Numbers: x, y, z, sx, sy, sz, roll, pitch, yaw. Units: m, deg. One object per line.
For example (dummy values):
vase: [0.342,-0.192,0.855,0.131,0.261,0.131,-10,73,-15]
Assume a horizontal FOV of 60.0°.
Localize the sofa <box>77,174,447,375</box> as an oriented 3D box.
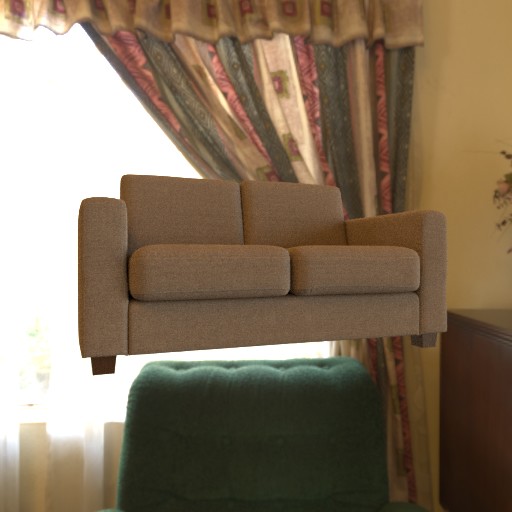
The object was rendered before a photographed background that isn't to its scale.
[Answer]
sofa: [0.000,0.000,2.070,1.520,0.800,0.900,0,0,-19]
